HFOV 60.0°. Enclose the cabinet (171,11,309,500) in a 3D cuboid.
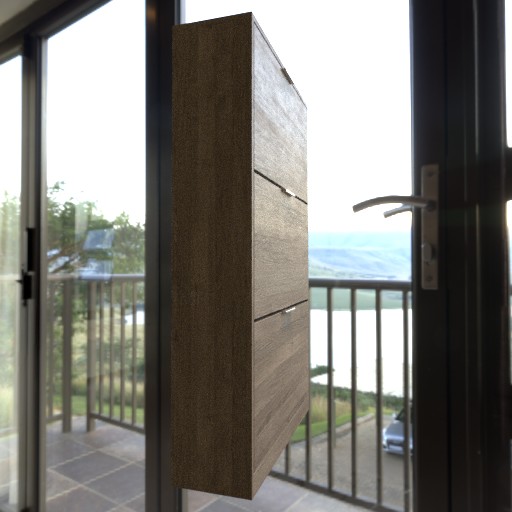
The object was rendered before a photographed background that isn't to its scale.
[{"bbox_3d":[0.000,0.000,1.549,0.250,1.280,0.750,0,-1,18],"label":"cabinet"}]
